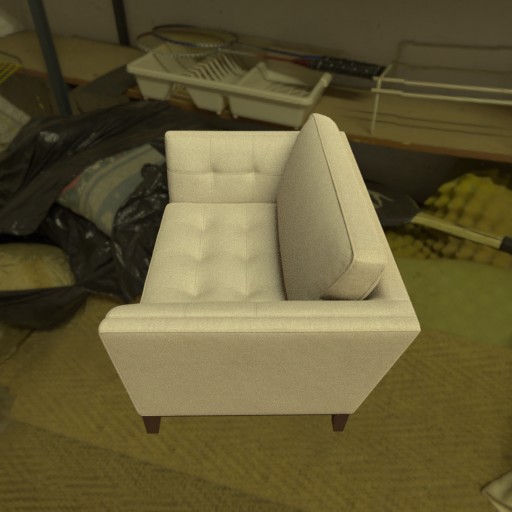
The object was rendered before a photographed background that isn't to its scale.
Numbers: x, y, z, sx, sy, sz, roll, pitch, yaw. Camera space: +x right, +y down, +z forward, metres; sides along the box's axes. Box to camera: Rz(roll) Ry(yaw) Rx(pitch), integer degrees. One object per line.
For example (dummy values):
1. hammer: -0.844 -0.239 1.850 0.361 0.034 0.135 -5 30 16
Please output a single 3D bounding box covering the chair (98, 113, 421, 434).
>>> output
1. chair: 0.000 0.000 2.022 0.965 0.940 1.397 0 40 -1
